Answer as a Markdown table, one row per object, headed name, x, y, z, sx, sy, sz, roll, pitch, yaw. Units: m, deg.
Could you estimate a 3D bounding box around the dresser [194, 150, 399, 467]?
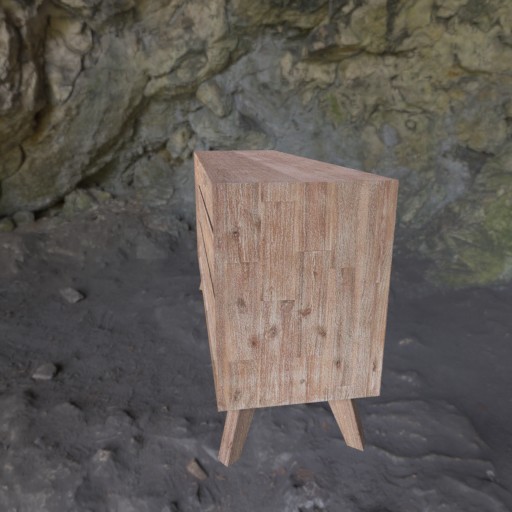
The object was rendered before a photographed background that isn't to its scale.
| name | x | y | z | sx | sy | sz | roll | pitch | yaw |
| --- | --- | --- | --- | --- | --- | --- | --- | --- | --- |
| dresser | 0.000 | 0.000 | 1.892 | 0.455 | 0.805 | 1.554 | -3 | 16 | -9 |
